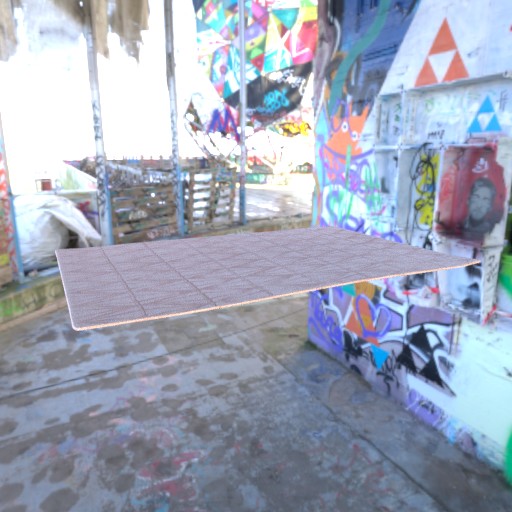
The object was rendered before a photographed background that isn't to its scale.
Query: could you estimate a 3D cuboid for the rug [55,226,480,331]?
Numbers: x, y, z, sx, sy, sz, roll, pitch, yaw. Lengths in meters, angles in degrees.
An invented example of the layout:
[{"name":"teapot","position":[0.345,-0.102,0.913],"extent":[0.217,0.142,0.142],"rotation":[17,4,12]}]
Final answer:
[{"name":"rug","position":[0.000,0.000,2.273],"extent":[1.837,0.025,1.230],"rotation":[-7,15,-25]}]
